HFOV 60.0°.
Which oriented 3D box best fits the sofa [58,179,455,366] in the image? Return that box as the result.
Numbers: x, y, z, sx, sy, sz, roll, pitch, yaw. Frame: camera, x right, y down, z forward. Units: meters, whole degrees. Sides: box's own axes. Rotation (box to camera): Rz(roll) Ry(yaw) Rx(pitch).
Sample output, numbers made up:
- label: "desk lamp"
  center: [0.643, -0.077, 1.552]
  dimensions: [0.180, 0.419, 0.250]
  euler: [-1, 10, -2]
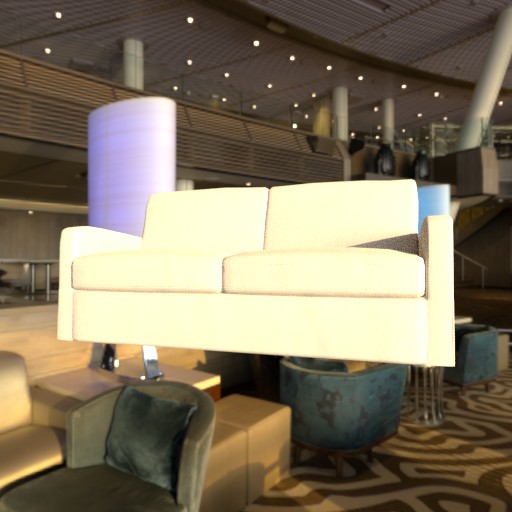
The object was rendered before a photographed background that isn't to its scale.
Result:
- label: "sofa"
  center: [0.000, 0.000, 2.299]
  dimensions: [1.808, 0.831, 0.894]
  euler: [0, -1, 18]
